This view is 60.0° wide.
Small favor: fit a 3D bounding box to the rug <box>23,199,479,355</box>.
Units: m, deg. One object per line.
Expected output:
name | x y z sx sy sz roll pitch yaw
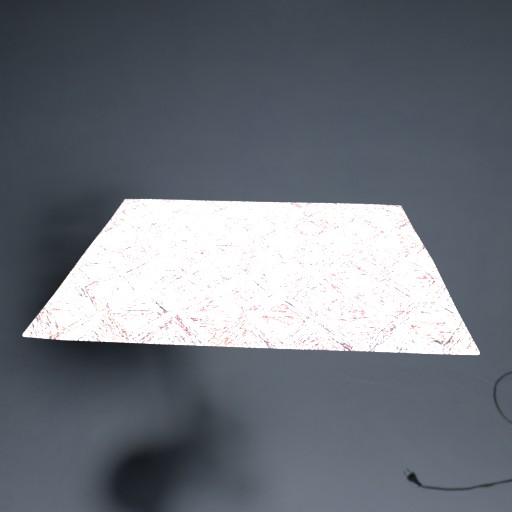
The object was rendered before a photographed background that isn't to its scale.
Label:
rug | 0.000 0.000 4.120 3.226 0.024 2.436 2 31 3
